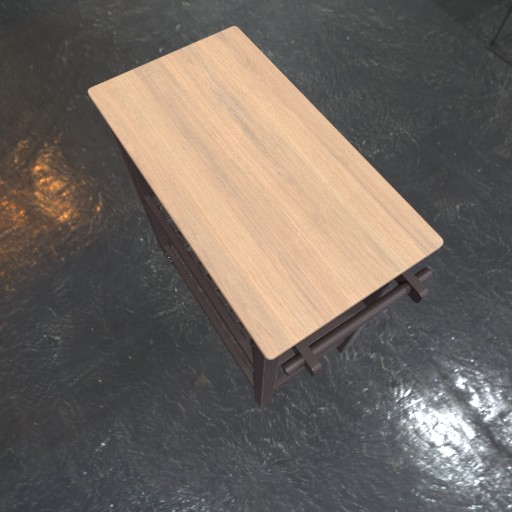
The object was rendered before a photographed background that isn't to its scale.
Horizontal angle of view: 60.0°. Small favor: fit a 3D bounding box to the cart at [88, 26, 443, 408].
[{"bbox_3d":[0.000,0.000,1.446,0.457,0.927,0.899,-31,67,-14],"label":"cart"}]
